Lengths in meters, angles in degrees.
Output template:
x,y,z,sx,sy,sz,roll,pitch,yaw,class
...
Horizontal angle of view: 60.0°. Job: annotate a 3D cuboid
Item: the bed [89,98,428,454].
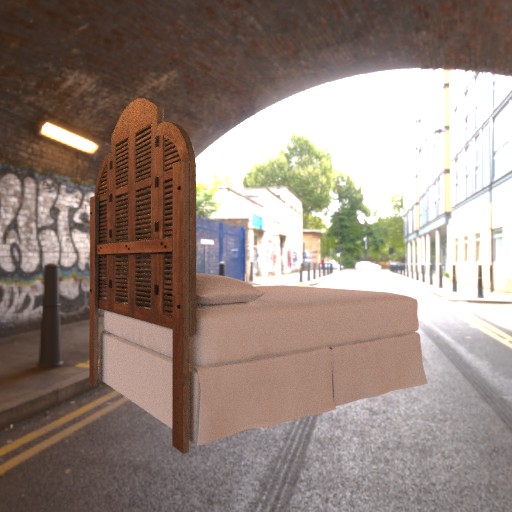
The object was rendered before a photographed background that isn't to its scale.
x,y,z,sx,sy,sz,roll,pitch,yaw,class
0.000,0.000,3.522,2.138,2.019,1.713,0,-1,-37,bed
